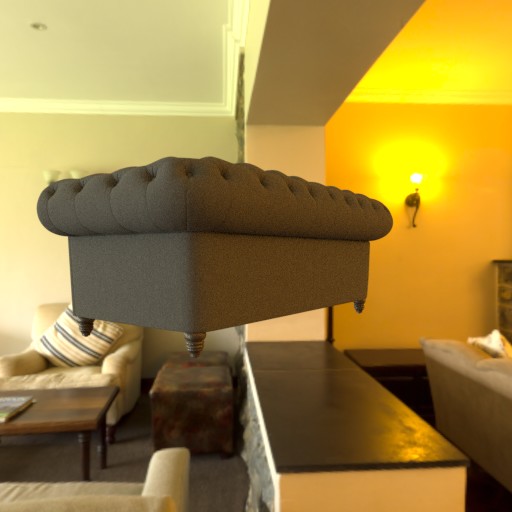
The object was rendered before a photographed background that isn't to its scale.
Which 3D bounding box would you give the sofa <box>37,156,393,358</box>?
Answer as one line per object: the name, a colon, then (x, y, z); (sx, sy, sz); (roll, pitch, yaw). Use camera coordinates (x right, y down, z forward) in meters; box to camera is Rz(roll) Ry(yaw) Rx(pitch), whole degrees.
sofa: (0.000, 0.000, 2.474); (0.986, 0.764, 1.998); (0, 0, 36)
